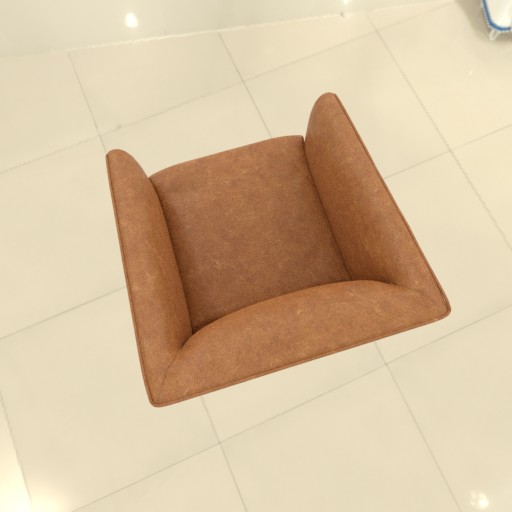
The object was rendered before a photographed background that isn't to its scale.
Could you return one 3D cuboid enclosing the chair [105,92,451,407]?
[{"bbox_3d":[0.000,0.000,1.229,0.588,0.760,0.625,-16,75,-4],"label":"chair"}]
